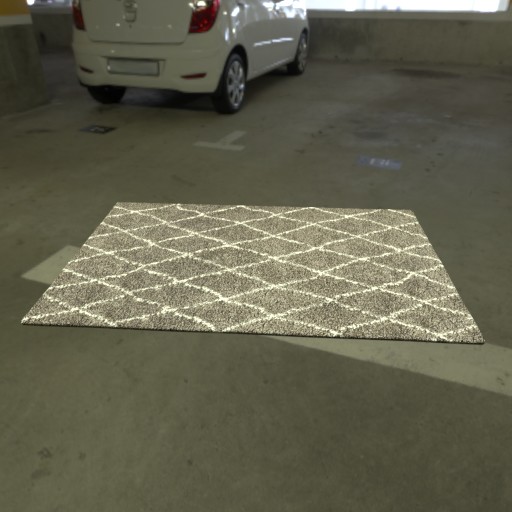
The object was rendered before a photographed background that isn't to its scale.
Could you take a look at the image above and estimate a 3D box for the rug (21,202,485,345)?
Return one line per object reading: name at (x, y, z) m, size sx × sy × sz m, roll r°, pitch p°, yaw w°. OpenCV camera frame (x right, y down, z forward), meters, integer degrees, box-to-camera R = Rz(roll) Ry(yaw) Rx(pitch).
rug at (0.000, 0.000, 3.359) m, size 2.743 × 0.030 × 1.778 m, roll 2°, pitch 31°, yaw 3°
